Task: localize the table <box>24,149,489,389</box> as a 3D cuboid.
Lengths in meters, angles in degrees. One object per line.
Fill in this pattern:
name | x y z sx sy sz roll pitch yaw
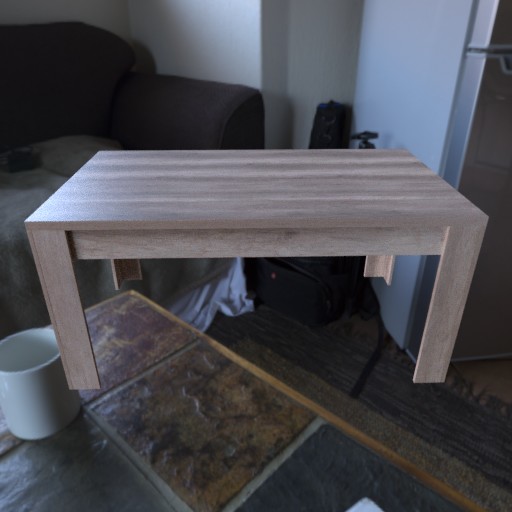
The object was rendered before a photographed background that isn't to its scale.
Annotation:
table | 0.000 0.000 2.104 1.600 0.775 0.900 -1 28 -1
